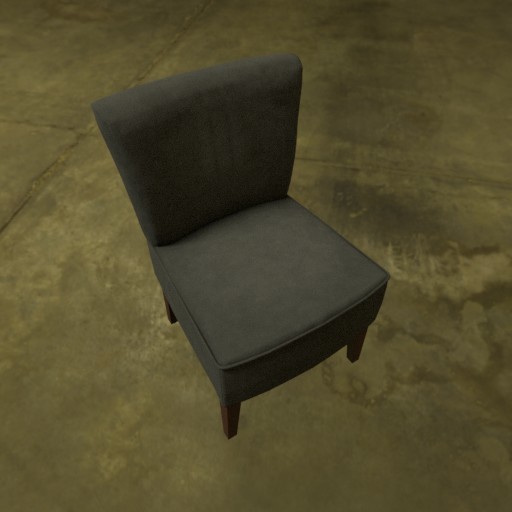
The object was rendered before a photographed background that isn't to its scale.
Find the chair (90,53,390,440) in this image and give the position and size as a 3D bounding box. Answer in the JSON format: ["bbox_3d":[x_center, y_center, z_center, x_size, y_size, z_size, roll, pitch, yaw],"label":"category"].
[{"bbox_3d":[0.000,0.000,1.169,0.521,0.806,0.554,-24,50,-22],"label":"chair"}]
